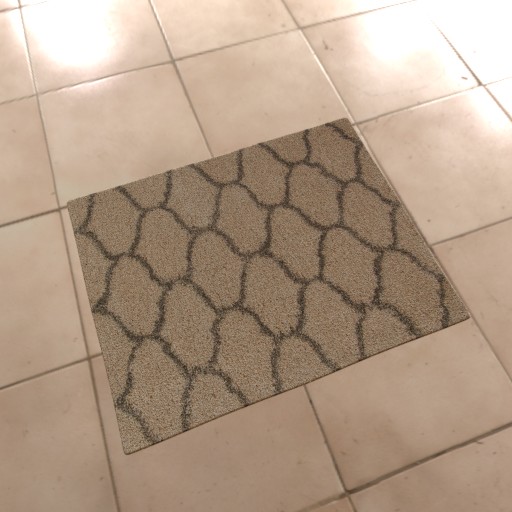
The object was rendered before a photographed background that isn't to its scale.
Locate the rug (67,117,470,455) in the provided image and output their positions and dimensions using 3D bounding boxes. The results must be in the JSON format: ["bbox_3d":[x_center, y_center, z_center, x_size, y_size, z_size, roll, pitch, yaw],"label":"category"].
[{"bbox_3d":[0.000,0.000,4.012,3.000,0.026,2.399,-19,65,-9],"label":"rug"}]
